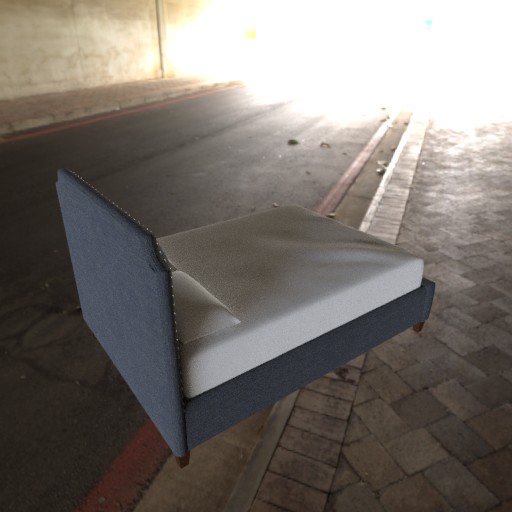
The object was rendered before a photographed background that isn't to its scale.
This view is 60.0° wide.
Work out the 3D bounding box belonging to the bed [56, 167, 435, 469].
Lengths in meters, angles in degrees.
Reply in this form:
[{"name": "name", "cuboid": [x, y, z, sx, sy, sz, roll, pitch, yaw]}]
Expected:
[{"name": "bed", "cuboid": [0.000, 0.000, 3.425, 2.372, 1.443, 1.713, -18, 32, -32]}]
